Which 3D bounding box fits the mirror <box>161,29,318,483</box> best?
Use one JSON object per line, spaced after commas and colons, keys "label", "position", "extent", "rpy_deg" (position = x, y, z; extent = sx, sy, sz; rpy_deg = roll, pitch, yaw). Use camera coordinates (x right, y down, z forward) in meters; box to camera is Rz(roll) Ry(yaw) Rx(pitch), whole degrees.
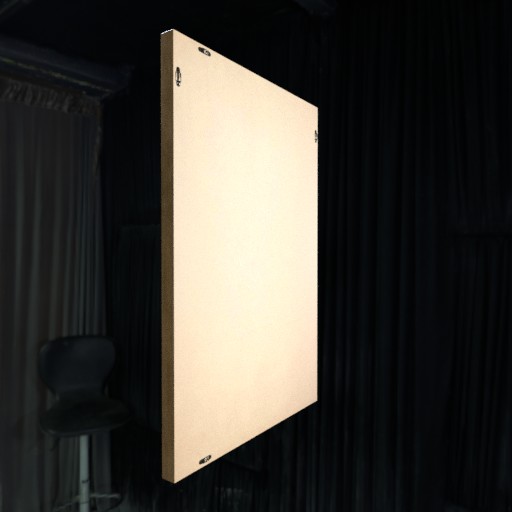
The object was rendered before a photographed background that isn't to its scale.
{"label": "mirror", "position": [0.000, 0.000, 1.147], "extent": [0.041, 0.915, 0.609], "rpy_deg": [1, 1, 36]}
